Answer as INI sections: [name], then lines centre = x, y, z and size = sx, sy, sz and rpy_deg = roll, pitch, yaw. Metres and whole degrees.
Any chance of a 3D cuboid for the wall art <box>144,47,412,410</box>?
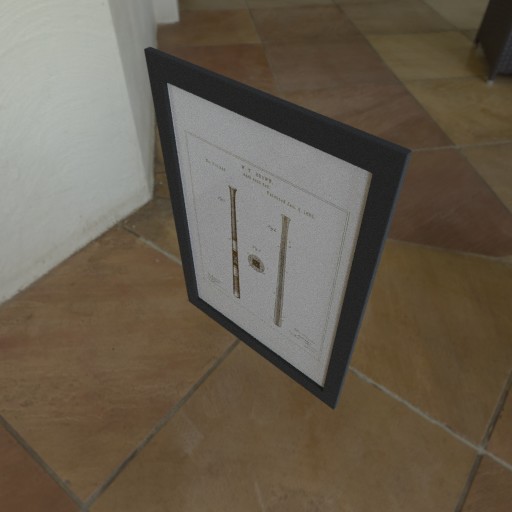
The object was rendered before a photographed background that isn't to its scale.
[wall art]
centre = 0.000, 0.000, 0.683
size = 0.374, 0.529, 0.012
rpy_deg = 32, 54, 27
